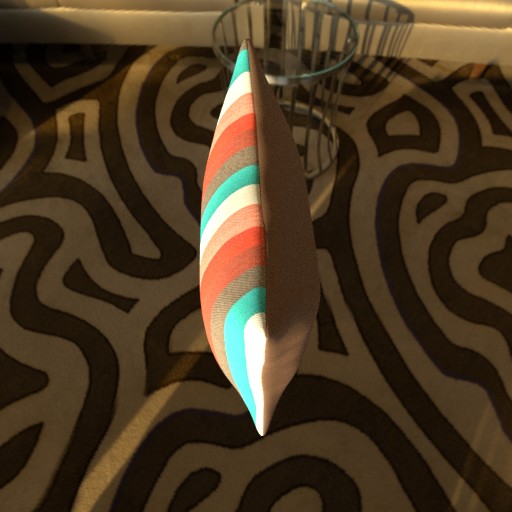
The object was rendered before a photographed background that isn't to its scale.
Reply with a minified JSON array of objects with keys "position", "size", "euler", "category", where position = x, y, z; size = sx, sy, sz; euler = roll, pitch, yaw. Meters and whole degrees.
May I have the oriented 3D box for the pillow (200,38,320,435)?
[{"position":[0.000,0.000,0.689],"size":[0.168,0.443,0.453],"euler":[-2,57,-2],"category":"pillow"}]
